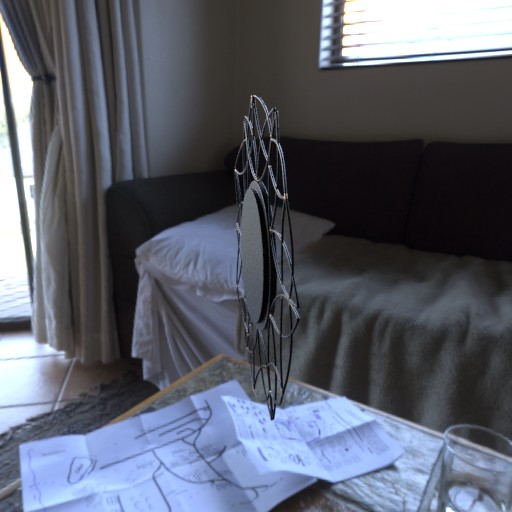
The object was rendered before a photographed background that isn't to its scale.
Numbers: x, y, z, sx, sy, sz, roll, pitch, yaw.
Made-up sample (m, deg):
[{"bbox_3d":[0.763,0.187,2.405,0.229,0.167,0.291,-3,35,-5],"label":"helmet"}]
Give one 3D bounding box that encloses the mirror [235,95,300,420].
[{"bbox_3d":[0.000,0.000,1.132,0.028,0.775,0.797,-3,15,-10],"label":"mirror"}]
